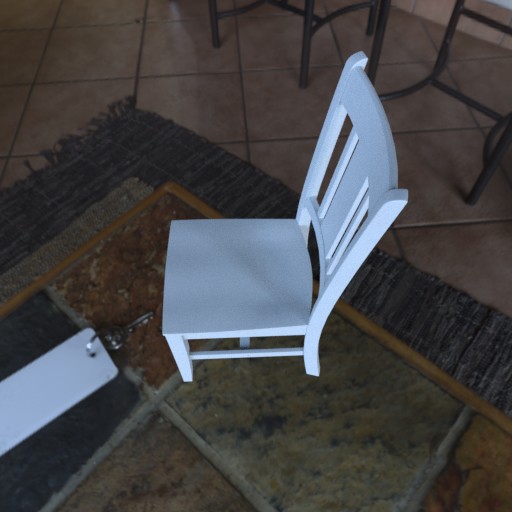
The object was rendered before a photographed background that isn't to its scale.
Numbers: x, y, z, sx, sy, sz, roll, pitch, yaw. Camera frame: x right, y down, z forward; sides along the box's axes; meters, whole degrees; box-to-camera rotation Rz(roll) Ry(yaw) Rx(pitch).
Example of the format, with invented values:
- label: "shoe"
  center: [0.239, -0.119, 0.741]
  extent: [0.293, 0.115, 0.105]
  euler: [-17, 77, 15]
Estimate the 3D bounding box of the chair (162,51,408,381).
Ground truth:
- label: "chair"
  center: [0.000, 0.000, 1.301]
  extent: [0.555, 0.998, 0.450]
  euler: [-2, 57, -1]
